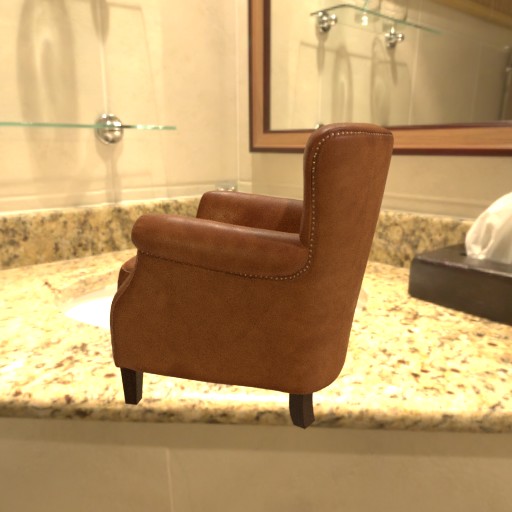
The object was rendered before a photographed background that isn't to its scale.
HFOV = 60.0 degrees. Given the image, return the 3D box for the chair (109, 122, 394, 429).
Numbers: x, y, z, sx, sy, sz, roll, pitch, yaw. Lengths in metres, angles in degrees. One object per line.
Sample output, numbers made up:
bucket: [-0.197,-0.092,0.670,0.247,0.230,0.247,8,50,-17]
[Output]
chair: [0.000,0.000,1.664,0.921,0.936,0.861,3,15,11]
